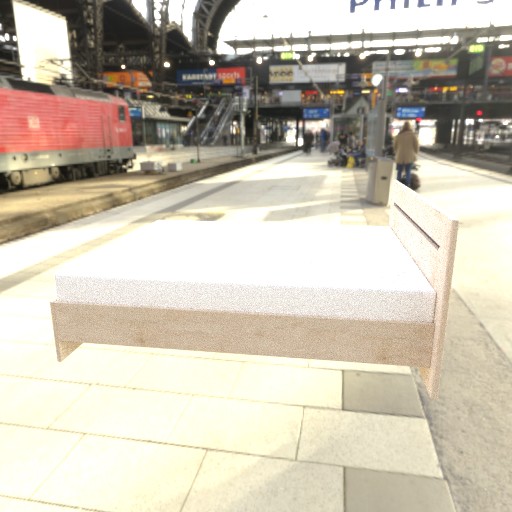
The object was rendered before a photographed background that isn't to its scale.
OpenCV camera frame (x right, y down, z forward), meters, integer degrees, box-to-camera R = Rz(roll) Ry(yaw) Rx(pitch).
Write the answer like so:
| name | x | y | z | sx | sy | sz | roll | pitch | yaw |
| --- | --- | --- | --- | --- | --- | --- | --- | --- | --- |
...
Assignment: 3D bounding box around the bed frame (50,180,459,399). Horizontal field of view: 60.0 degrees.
| name | x | y | z | sx | sy | sz | roll | pitch | yaw |
| --- | --- | --- | --- | --- | --- | --- | --- | --- | --- |
| bed frame | 0.000 | 0.000 | 3.075 | 2.080 | 0.900 | 1.800 | 2 | 16 | 8 |
